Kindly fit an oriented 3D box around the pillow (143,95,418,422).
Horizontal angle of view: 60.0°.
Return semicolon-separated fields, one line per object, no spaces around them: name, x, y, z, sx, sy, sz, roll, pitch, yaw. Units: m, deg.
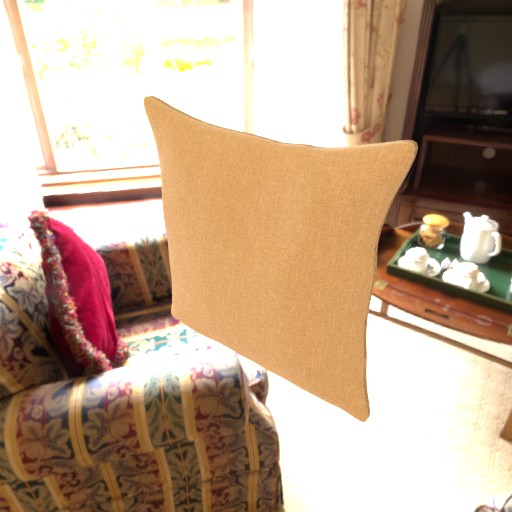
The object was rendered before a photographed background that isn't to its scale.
pillow;0.000;0.000;0.689;0.436;0.432;0.138;22;37;32
